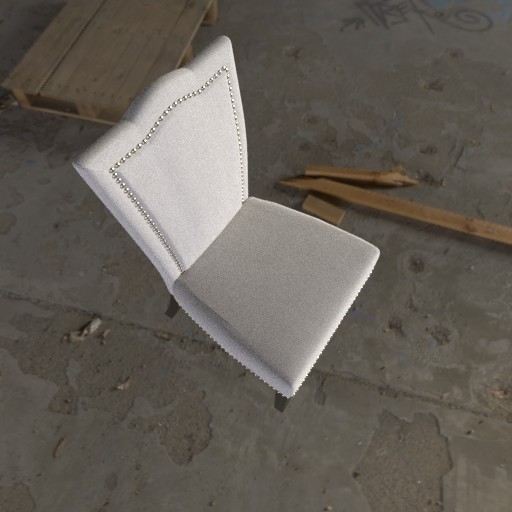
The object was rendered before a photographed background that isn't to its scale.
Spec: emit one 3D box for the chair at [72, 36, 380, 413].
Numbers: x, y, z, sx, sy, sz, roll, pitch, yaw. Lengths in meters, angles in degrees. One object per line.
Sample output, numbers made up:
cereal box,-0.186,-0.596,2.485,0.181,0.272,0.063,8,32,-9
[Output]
chair,0.000,0.000,1.276,0.589,0.946,0.518,31,65,16
